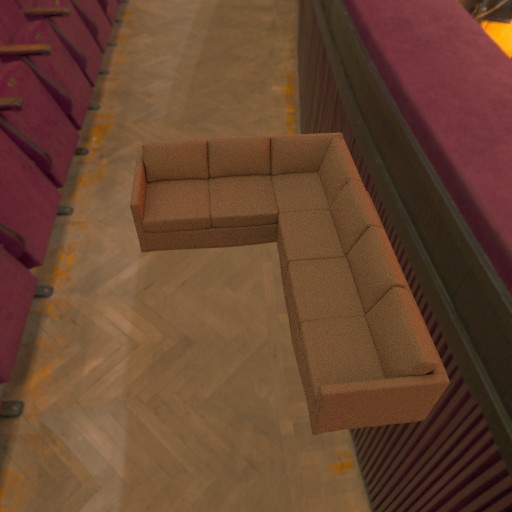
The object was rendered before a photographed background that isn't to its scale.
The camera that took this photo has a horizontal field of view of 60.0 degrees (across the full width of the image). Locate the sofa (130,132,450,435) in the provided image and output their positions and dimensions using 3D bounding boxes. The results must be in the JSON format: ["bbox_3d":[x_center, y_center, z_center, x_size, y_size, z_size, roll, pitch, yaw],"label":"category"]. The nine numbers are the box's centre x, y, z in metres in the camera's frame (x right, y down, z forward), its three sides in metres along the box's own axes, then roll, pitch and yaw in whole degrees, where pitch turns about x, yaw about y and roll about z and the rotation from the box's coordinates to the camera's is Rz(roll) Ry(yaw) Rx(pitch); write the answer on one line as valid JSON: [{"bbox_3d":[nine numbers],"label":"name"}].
[{"bbox_3d":[0.000,0.000,4.277,2.432,0.871,3.182,-4,47,-4],"label":"sofa"}]
